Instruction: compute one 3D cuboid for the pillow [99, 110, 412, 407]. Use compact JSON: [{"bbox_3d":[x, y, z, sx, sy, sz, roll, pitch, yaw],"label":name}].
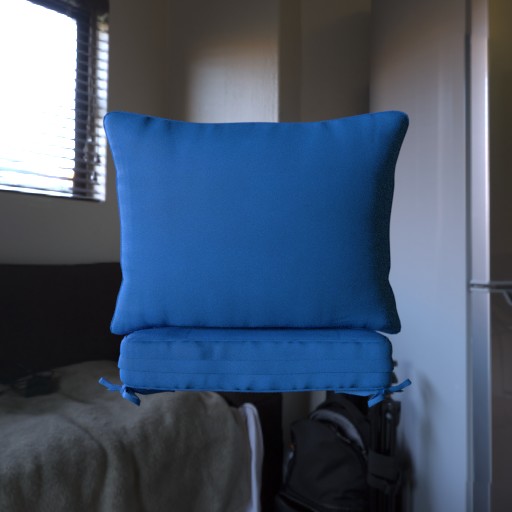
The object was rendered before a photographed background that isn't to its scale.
[{"bbox_3d":[0.000,0.000,1.387,0.798,0.725,0.733,0,0,1],"label":"pillow"}]
